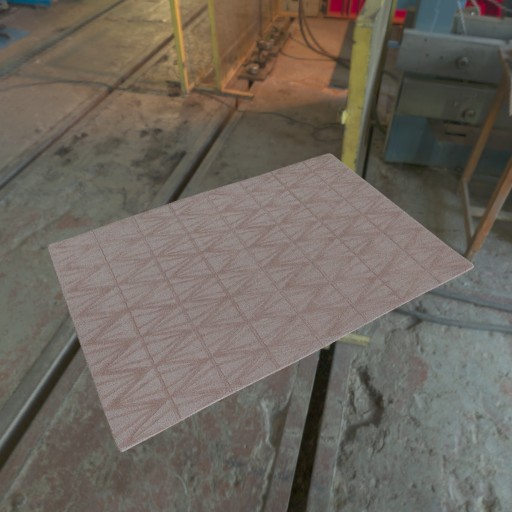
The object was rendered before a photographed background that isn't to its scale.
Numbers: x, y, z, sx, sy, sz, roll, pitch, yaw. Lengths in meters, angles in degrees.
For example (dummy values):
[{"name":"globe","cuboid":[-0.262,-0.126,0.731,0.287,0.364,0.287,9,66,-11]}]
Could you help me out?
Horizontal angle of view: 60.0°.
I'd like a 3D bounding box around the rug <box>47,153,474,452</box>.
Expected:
[{"name":"rug","cuboid":[0.000,0.000,2.274,1.837,0.025,1.230,-22,49,-21]}]
